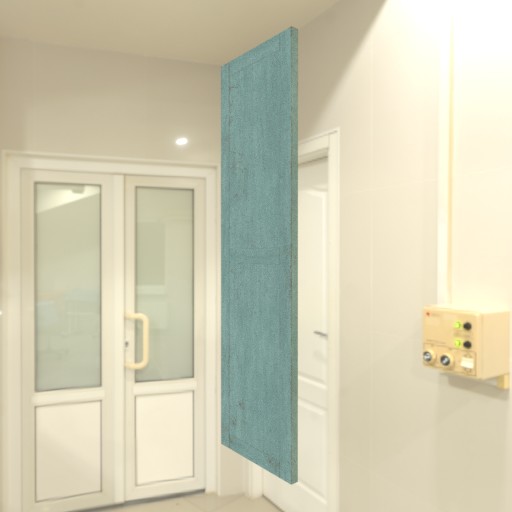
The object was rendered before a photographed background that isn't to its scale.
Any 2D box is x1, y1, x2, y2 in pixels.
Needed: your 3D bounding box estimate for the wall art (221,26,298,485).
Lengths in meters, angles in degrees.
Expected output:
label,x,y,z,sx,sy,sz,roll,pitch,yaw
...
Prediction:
label,x,y,z,sx,sy,sz,roll,pitch,yaw
wall art,0.000,0.000,1.312,0.025,1.219,0.329,0,1,-39
